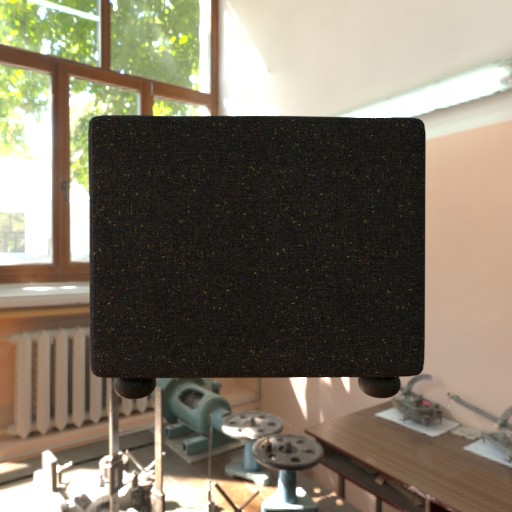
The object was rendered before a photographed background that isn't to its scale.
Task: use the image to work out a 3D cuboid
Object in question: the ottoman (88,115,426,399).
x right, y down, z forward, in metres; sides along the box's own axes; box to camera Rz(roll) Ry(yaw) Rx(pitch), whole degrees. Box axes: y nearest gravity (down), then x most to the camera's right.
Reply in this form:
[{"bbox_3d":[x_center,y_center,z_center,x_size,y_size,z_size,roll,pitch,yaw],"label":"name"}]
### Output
[{"bbox_3d":[0.000,0.000,0.882,0.508,0.432,0.508,0,1,-1],"label":"ottoman"}]
